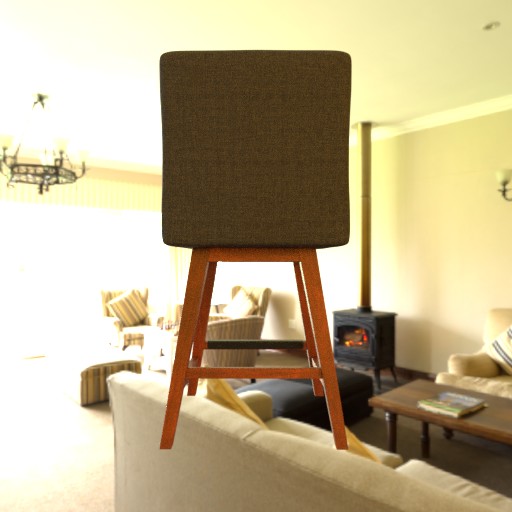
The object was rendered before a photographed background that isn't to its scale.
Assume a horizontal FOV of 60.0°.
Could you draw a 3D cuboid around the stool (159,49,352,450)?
[{"bbox_3d":[0.000,0.000,1.200,0.467,0.895,0.524,0,0,0],"label":"stool"}]
